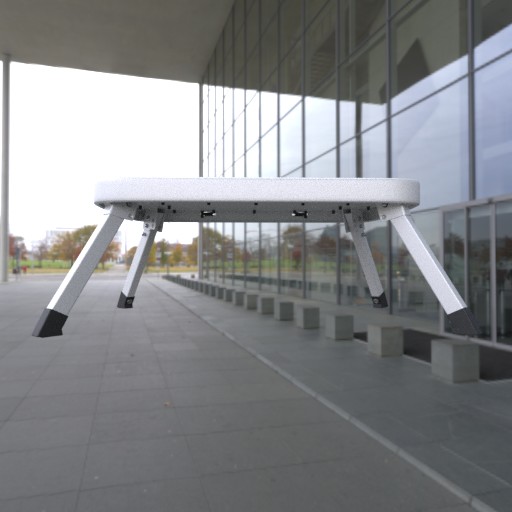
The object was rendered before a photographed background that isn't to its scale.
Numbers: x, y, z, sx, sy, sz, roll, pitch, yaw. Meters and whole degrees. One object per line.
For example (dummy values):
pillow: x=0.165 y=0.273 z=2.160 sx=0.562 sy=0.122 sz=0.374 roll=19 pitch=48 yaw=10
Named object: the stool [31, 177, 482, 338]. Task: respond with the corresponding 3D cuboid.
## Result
stool: x=0.000 y=0.000 z=0.603 sx=0.460 sy=0.170 sz=0.320 roll=0 pitch=-1 yaw=-2
